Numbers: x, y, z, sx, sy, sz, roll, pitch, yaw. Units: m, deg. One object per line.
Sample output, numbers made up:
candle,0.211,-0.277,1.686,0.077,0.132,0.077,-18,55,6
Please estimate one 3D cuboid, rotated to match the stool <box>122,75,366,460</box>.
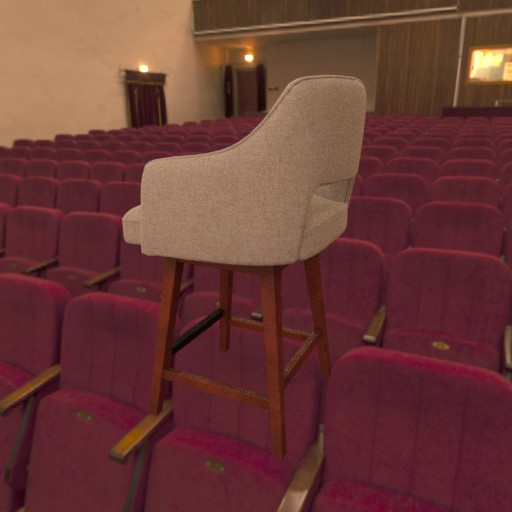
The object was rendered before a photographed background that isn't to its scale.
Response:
stool,0.000,0.000,1.288,0.558,0.944,0.599,8,19,24
